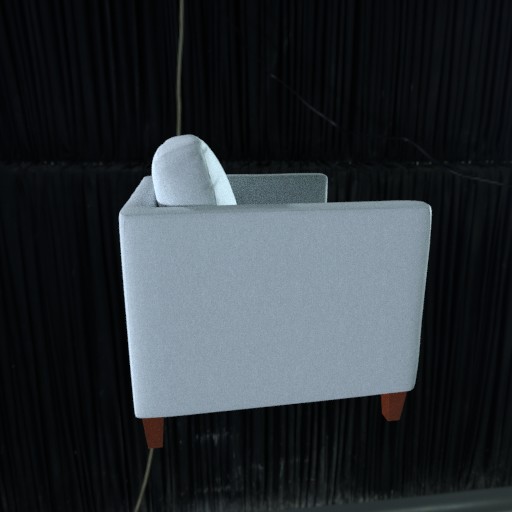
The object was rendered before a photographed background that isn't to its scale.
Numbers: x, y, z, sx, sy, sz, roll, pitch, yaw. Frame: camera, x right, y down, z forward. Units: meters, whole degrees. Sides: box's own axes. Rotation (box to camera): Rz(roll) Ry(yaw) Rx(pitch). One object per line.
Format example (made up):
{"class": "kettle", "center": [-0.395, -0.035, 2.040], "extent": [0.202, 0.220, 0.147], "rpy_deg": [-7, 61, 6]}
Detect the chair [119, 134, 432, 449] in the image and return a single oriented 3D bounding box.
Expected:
{"class": "chair", "center": [0.000, 0.000, 1.822], "extent": [0.953, 0.961, 1.107], "rpy_deg": [-3, 16, -10]}
